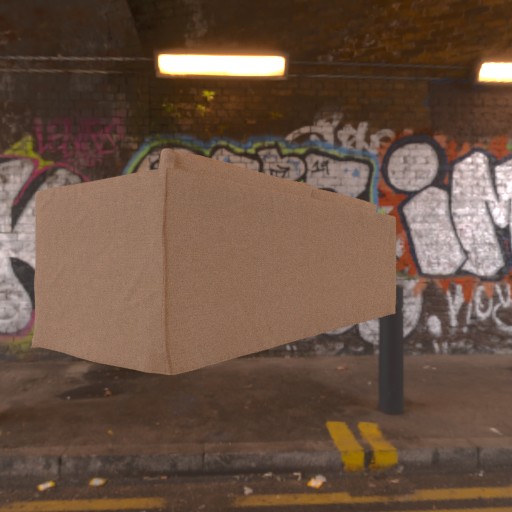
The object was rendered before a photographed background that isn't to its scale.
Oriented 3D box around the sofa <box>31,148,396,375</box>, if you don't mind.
[{"bbox_3d":[0.000,0.000,2.688,0.956,0.847,2.296,0,0,37],"label":"sofa"}]
